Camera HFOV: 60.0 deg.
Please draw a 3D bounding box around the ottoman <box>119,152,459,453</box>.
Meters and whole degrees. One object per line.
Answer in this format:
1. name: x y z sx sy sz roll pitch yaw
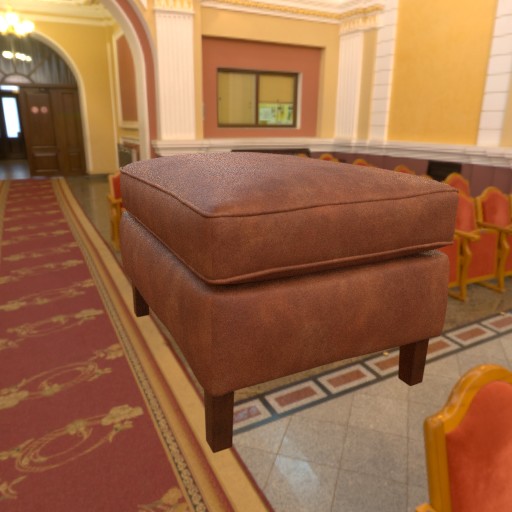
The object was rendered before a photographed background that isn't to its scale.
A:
1. ottoman: 0.000 0.000 0.973 0.501 0.418 0.665 -8 19 -25
